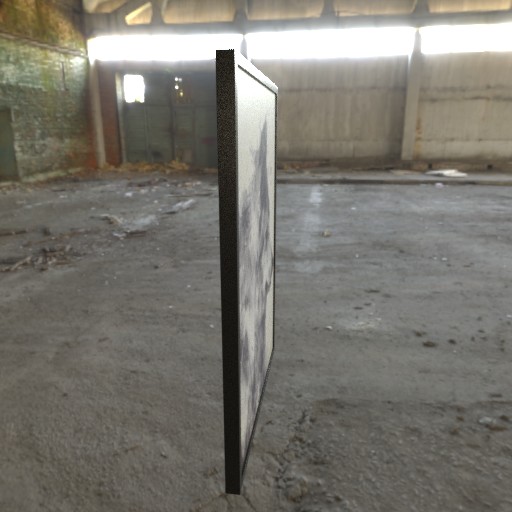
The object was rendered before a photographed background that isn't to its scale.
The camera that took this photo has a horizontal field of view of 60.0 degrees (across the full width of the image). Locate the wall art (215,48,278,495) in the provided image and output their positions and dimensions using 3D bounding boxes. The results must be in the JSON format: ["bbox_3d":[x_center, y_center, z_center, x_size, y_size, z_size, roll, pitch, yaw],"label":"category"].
[{"bbox_3d":[0.000,0.000,1.389,0.039,1.061,0.804,2,16,8],"label":"wall art"}]
